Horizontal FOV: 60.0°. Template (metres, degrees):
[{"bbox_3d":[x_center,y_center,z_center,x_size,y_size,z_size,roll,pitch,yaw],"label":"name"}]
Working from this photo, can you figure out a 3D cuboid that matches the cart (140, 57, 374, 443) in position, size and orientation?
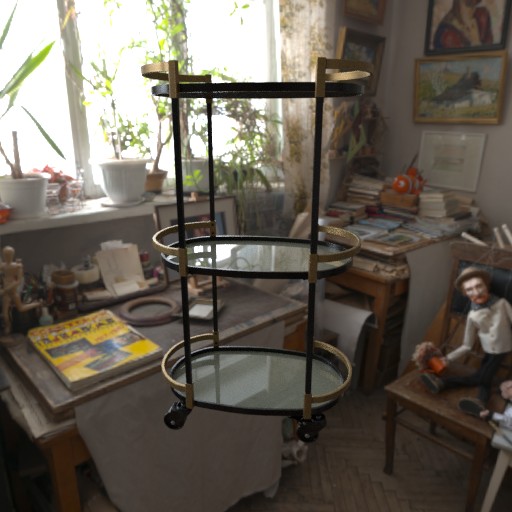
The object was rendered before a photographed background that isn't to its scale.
[{"bbox_3d":[0.000,0.000,1.124,0.515,0.885,0.311,2,17,8],"label":"cart"}]
